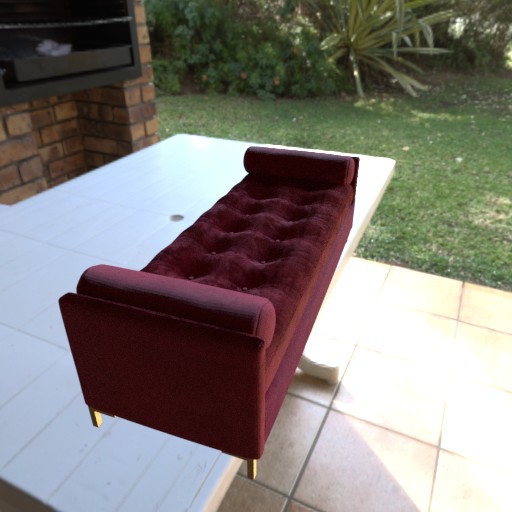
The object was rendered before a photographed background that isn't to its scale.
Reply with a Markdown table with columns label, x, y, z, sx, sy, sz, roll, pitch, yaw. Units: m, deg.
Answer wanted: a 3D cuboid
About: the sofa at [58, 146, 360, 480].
| label | x | y | z | sx | sy | sz | roll | pitch | yaw |
| --- | --- | --- | --- | --- | --- | --- | --- | --- | --- |
| sofa | 0.000 | 0.000 | 2.452 | 0.796 | 0.705 | 2.102 | 10 | 31 | 17 |
